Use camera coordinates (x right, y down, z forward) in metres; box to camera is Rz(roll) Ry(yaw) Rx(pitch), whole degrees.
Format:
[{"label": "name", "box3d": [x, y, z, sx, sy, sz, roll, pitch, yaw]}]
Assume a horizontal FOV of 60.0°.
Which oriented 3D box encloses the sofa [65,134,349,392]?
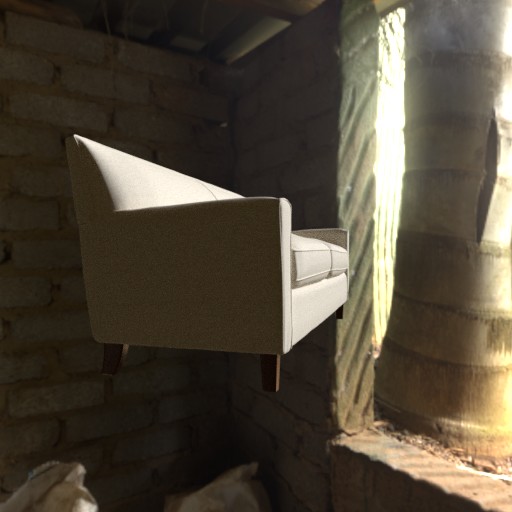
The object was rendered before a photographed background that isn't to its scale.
[{"label": "sofa", "box3d": [0.000, 0.000, 2.445, 0.841, 0.907, 2.001, 0, 0, 18]}]
